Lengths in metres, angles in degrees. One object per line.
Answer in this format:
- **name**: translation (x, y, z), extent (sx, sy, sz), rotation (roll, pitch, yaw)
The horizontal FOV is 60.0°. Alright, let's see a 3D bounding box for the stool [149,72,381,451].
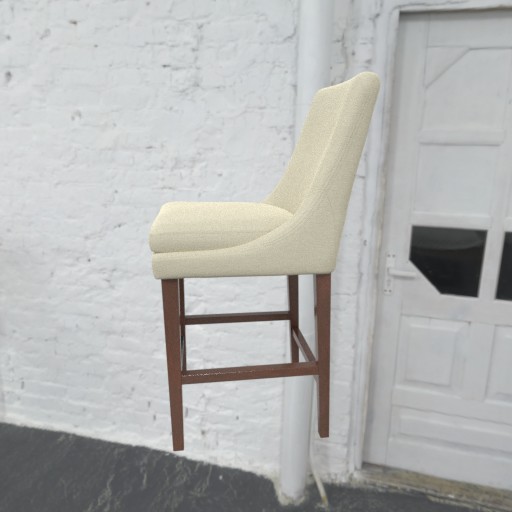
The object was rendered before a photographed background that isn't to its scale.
- **stool**: translation (0.000, 0.000, 1.321), extent (0.577, 0.981, 0.470), rotation (-2, 15, -7)
